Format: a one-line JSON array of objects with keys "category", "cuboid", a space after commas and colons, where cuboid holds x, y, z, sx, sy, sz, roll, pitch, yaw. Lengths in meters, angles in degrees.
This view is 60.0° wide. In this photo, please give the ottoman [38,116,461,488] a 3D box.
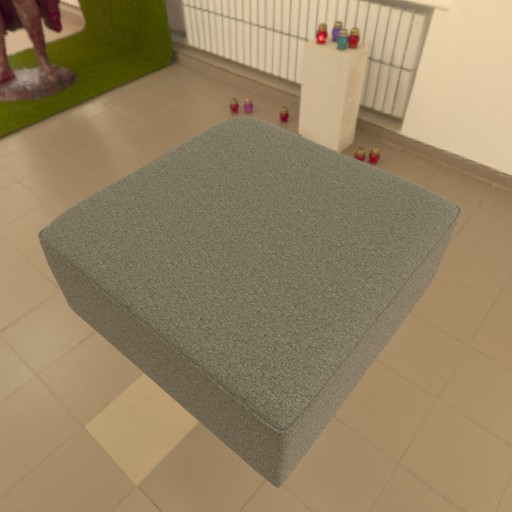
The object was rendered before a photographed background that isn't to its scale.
[{"category": "ottoman", "cuboid": [0.000, 0.000, 1.559, 1.005, 0.464, 1.015, 31, 53, 27]}]
